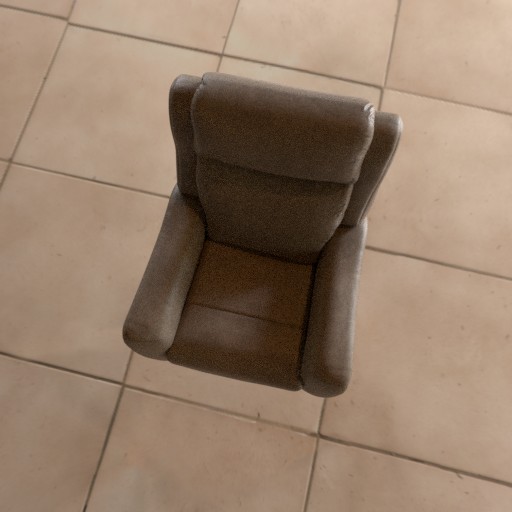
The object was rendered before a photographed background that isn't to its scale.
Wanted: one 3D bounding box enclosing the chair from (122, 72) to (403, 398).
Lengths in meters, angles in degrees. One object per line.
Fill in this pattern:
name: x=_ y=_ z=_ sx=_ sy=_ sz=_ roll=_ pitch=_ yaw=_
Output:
chair: x=0.000 y=0.000 z=1.939 sx=0.967 sy=1.116 sz=1.068 roll=12 pitch=76 yaw=3
